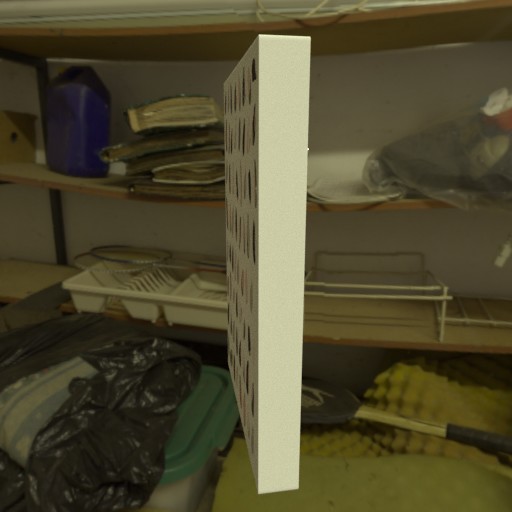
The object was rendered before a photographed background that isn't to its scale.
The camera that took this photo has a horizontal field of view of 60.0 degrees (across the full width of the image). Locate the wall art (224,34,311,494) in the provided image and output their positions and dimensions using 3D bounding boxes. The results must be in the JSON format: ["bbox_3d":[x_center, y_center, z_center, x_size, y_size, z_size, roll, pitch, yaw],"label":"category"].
[{"bbox_3d":[0.000,0.000,0.479,0.039,0.381,0.252,-2,14,-9],"label":"wall art"}]
